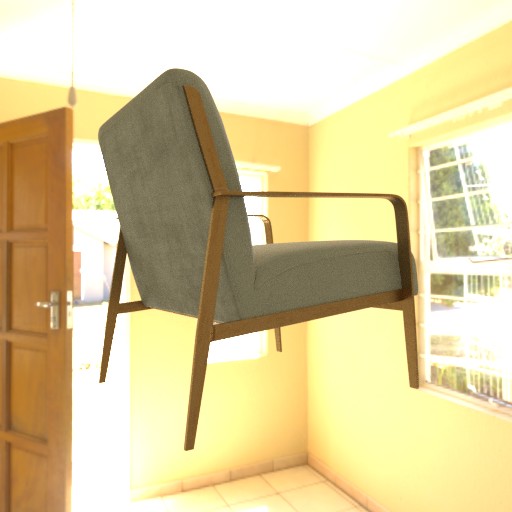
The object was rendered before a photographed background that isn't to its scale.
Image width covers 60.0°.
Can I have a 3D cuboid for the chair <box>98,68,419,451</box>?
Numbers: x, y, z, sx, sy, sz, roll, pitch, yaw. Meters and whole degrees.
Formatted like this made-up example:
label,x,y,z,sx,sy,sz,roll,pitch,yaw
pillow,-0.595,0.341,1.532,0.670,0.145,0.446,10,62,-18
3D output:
label,x,y,z,sx,sy,sz,roll,pitch,yaw
chair,0.000,0.000,1.414,0.842,0.824,0.701,0,-1,-35
